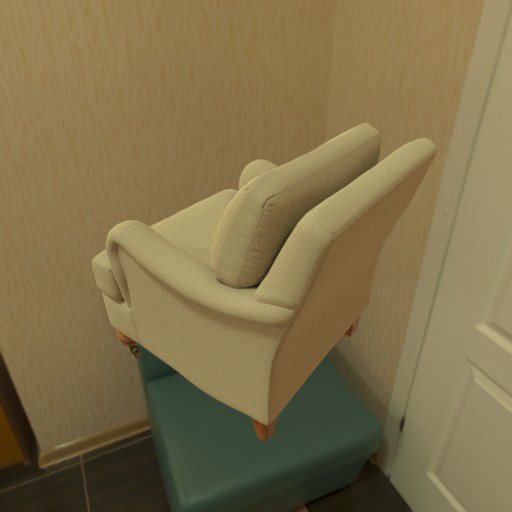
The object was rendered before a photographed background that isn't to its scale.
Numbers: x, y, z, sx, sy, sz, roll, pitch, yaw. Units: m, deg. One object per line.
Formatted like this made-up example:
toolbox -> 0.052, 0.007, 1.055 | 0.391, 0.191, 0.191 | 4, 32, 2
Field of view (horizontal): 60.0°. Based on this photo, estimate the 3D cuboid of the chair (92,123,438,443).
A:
chair -> 0.000, 0.000, 1.859 | 1.070, 1.038, 0.955 | 21, 37, 30
